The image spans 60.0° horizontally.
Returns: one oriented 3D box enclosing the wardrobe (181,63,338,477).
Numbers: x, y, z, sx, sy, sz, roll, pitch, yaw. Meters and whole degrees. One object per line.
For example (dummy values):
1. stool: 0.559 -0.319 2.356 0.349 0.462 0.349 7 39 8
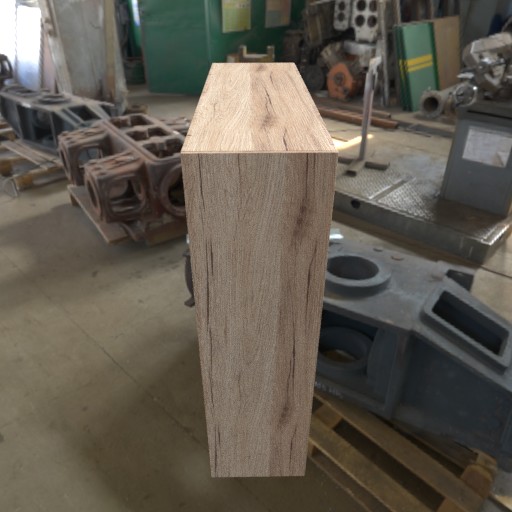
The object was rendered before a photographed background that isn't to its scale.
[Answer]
1. wardrobe: 0.000 0.000 2.927 0.580 2.070 1.810 -1 33 -1
